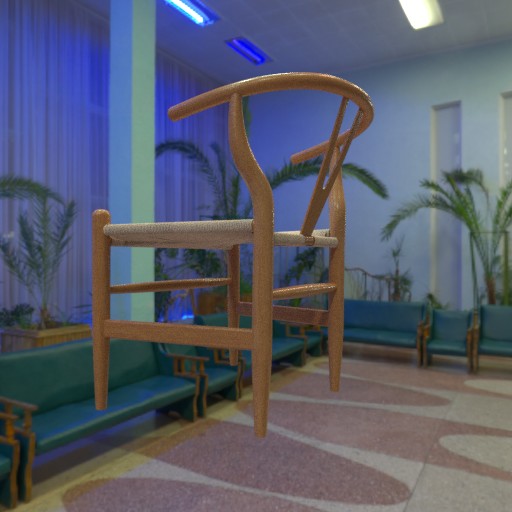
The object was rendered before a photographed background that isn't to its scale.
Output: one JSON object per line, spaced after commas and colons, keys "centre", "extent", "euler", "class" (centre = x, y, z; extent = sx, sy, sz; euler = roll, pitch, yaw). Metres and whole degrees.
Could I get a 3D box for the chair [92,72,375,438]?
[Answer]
{"centre": [0.000, 0.000, 1.127], "extent": [0.579, 0.730, 0.569], "euler": [0, 0, 34], "class": "chair"}
